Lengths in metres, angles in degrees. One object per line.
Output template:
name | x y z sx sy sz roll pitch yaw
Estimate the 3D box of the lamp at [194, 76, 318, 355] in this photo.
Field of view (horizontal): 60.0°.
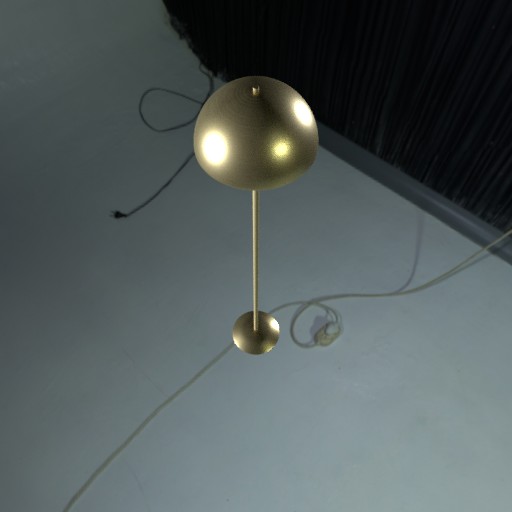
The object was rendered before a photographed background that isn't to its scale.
lamp | 0.000 0.000 1.656 0.328 1.480 0.328 33 64 19
